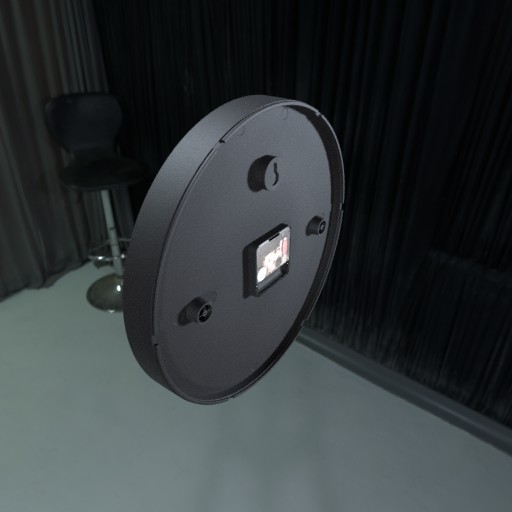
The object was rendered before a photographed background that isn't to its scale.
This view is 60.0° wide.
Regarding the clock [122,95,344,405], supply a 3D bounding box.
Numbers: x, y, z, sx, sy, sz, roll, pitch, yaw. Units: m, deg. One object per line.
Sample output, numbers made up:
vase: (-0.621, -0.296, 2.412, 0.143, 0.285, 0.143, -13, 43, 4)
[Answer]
clock: (0.000, 0.000, 0.431, 0.040, 0.293, 0.293, 21, 37, 31)
